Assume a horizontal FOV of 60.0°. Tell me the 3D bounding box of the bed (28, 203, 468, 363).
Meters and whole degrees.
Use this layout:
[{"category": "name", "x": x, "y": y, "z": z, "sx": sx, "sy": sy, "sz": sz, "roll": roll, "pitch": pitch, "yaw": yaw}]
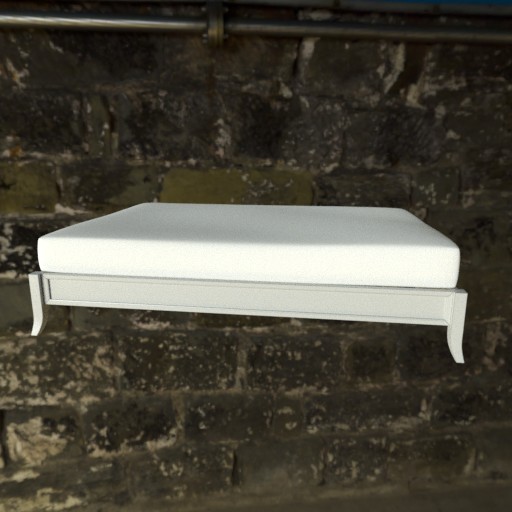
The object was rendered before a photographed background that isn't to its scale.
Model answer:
[{"category": "bed", "x": 0.000, "y": 0.000, "z": 2.644, "sx": 1.985, "sy": 0.510, "sz": 1.460, "roll": 2, "pitch": 14, "yaw": 8}]
